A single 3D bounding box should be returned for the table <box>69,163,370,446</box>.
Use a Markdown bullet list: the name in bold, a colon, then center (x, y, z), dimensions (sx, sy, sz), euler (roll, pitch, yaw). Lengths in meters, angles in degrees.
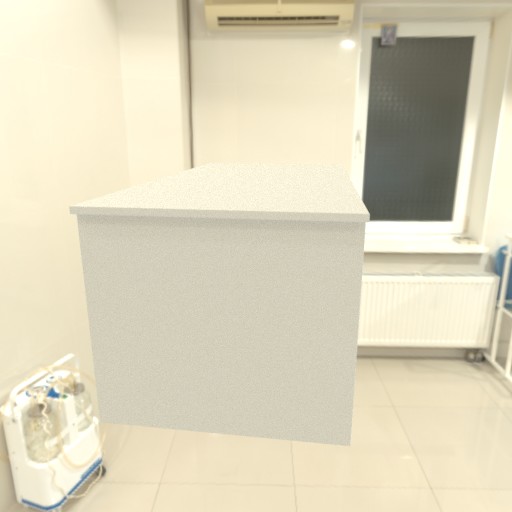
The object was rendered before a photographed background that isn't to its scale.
- **table**: center (0.000, 0.000, 1.257), dimensions (0.500, 0.441, 1.000), euler (2, 16, 8)
